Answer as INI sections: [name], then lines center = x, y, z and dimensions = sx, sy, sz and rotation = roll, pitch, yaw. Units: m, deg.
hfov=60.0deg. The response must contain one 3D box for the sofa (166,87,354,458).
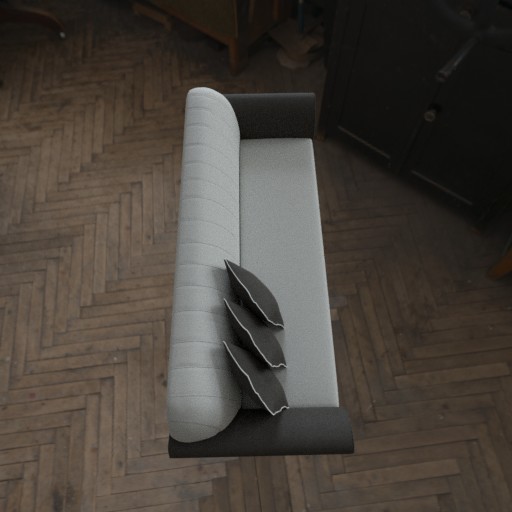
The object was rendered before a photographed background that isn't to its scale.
[sofa]
center = 0.000, 0.000, 2.410
dimensions = 0.755, 0.787, 2.001
rotation = -1, 63, -1
